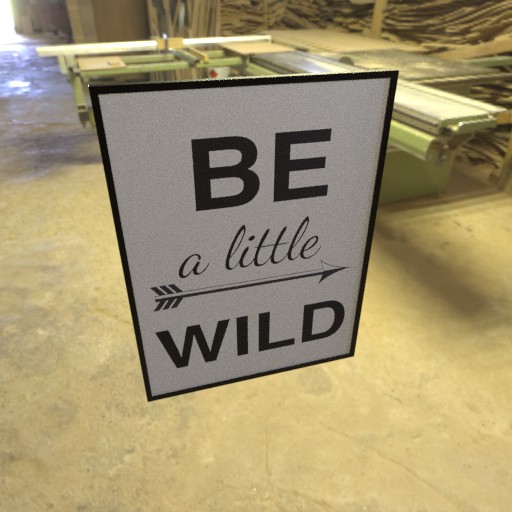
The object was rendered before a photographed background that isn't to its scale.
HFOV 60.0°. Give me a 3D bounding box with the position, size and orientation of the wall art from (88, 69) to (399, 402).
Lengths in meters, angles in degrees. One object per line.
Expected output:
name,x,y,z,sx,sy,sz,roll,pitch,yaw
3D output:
wall art,0.000,0.000,0.767,0.442,0.582,0.013,-9,33,-14
